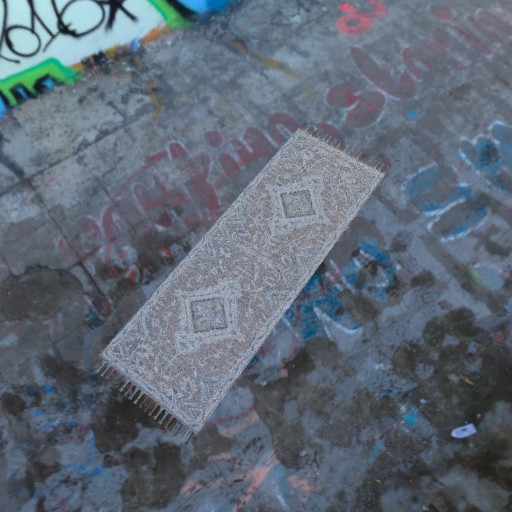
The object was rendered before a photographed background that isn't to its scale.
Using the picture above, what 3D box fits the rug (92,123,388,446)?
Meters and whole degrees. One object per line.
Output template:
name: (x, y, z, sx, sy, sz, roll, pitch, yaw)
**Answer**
rug: (0.000, 0.000, 2.872, 2.378, 0.018, 1.324, -35, 69, -16)
